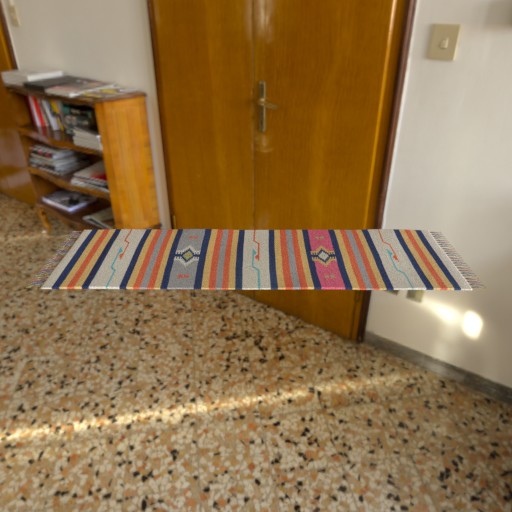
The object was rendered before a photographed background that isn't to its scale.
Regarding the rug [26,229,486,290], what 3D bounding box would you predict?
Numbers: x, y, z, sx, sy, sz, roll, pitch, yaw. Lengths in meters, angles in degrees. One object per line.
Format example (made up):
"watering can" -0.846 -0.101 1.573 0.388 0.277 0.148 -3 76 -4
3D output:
"rug" 0.000 0.000 2.652 2.455 0.017 0.695 0 30 0
